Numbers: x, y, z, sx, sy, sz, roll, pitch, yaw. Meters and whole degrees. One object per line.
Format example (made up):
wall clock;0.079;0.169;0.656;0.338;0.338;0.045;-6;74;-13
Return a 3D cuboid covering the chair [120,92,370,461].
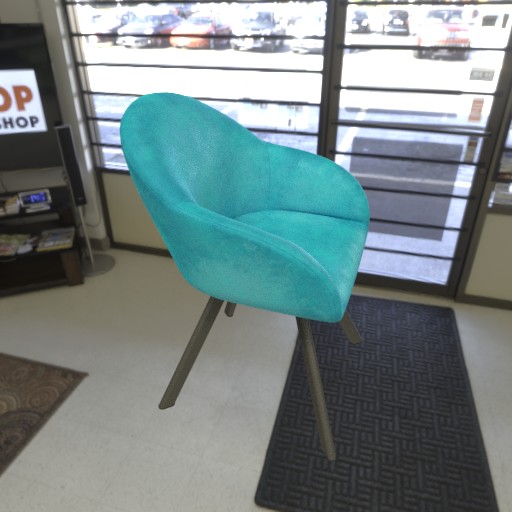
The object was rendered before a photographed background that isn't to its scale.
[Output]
chair;0.000;0.000;1.182;0.590;0.795;0.550;10;31;17
